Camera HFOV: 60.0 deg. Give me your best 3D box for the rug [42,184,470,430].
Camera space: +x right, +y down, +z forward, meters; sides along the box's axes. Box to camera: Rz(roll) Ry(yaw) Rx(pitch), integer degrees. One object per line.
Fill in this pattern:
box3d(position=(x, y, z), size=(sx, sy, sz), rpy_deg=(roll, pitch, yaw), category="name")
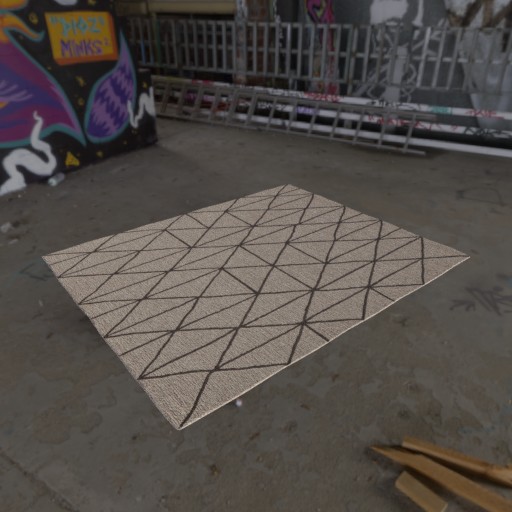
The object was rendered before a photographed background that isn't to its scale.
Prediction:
box3d(position=(0.000, 0.000, 4.026), size=(3.061, 0.022, 2.468), rpy_deg=(-21, 36, -33), category="rug")
